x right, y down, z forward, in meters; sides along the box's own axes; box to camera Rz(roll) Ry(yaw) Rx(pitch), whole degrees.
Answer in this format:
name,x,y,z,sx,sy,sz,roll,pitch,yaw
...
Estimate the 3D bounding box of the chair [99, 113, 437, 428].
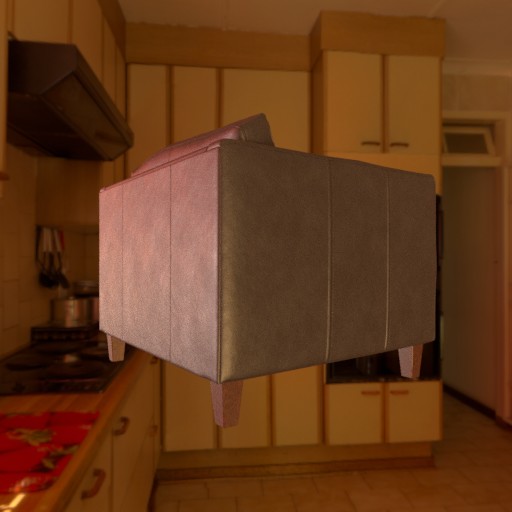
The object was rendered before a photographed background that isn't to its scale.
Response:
name,x,y,z,sx,sy,sz,roll,pitch,yaw
chair,0.000,0.000,1.612,0.862,0.811,0.939,0,0,-36
